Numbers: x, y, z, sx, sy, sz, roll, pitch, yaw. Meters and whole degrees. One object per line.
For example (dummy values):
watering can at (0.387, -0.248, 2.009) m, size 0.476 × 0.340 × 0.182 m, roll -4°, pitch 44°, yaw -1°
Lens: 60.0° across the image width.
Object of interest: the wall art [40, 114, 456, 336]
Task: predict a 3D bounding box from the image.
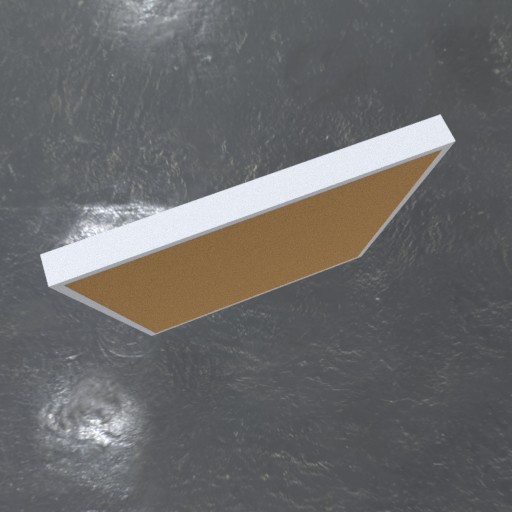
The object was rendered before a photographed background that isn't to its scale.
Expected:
wall art at (0.000, 0.000, 0.767) m, size 0.509 × 0.509 × 0.040 m, roll -20°, pitch 75°, yaw -6°
